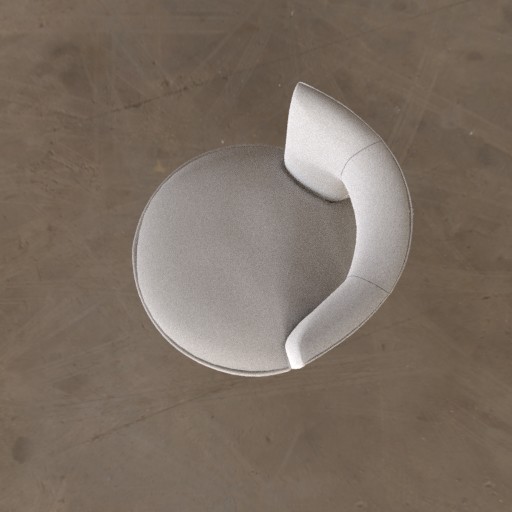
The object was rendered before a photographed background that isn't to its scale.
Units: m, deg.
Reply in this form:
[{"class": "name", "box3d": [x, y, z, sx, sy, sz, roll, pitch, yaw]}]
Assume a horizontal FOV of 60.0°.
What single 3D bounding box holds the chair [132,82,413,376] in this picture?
[{"class": "chair", "box3d": [0.000, 0.000, 1.240, 0.665, 0.723, 0.650, 1, 75, 0]}]
